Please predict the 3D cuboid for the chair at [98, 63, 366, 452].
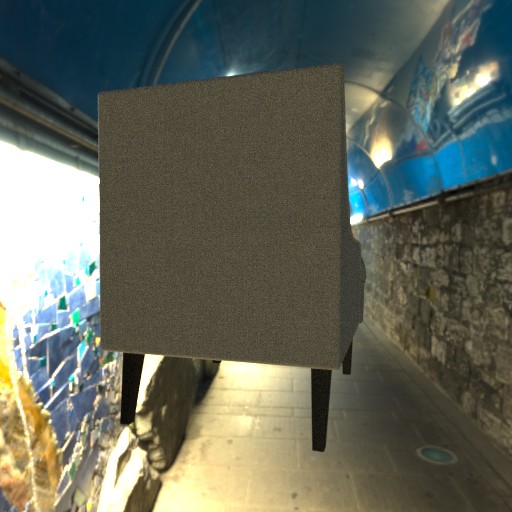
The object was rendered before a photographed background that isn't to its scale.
[{"bbox_3d":[0.000,0.000,1.431,0.658,0.891,0.772,0,2,17],"label":"chair"}]
